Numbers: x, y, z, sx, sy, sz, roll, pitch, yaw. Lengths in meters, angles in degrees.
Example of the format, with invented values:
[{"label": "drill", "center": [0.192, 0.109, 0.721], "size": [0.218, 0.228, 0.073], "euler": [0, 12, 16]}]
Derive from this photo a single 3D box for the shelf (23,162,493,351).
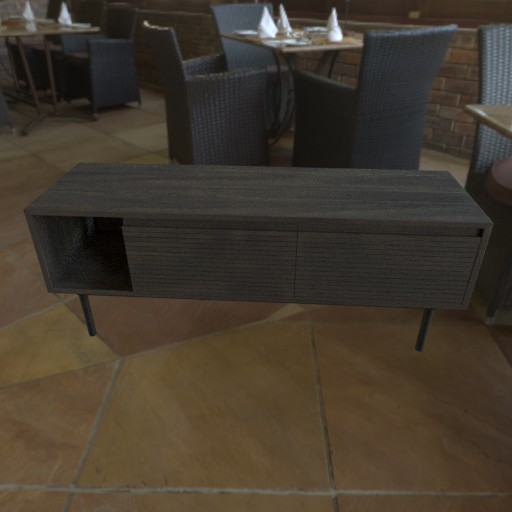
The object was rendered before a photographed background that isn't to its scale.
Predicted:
[{"label": "shelf", "center": [0.000, 0.000, 1.515], "size": [1.300, 0.495, 0.400], "euler": [2, 31, 3]}]
